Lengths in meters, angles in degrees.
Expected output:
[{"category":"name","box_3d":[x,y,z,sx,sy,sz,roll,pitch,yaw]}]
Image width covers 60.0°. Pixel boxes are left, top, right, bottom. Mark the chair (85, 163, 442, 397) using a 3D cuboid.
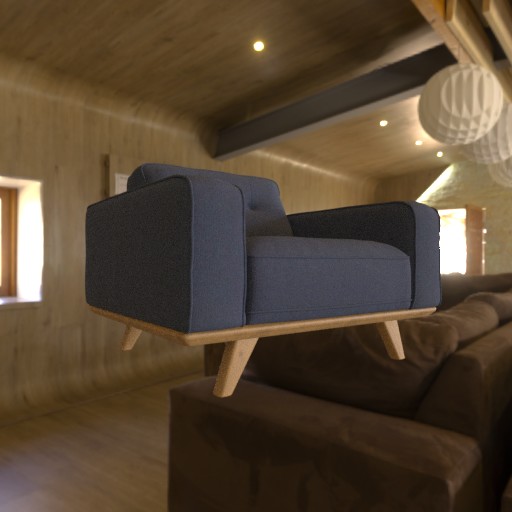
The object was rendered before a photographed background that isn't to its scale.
[{"category":"chair","box_3d":[0.000,0.000,1.765,1.118,0.783,0.953,0,-1,-36]}]
